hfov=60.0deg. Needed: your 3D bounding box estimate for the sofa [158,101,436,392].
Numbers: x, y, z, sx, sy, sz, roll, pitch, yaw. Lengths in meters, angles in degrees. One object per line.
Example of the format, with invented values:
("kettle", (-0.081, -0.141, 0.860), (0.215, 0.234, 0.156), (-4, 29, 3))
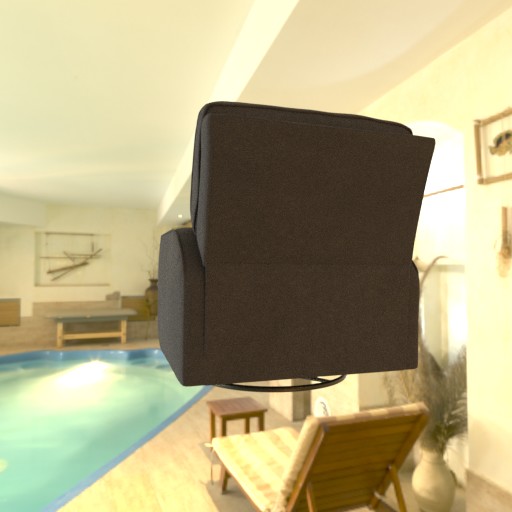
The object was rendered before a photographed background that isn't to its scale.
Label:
("sofa", (0.000, 0.000, 1.994), (0.861, 0.959, 1.472), (1, -2, -18))
